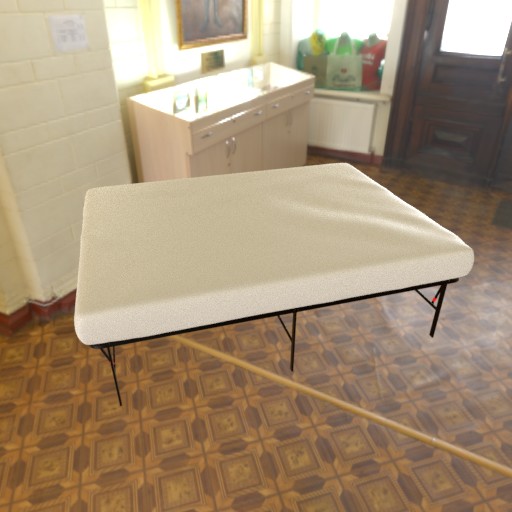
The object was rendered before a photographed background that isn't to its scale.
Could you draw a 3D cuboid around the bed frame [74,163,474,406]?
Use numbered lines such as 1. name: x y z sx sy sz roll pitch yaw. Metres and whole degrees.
1. bed frame: 0.000 0.000 2.944 2.151 0.667 1.584 -9 32 -14
